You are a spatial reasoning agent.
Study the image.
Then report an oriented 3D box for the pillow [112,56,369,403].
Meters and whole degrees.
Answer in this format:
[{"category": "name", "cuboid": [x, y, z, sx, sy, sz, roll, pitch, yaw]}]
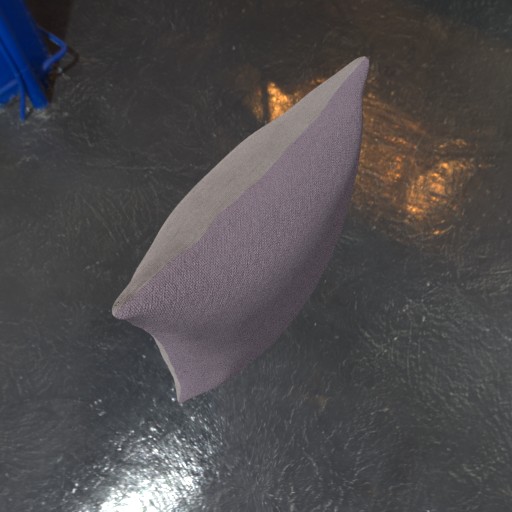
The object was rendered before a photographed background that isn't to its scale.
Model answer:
[{"category": "pillow", "cuboid": [0.000, 0.000, 0.680, 0.204, 0.439, 0.452, 35, 67, 17]}]
